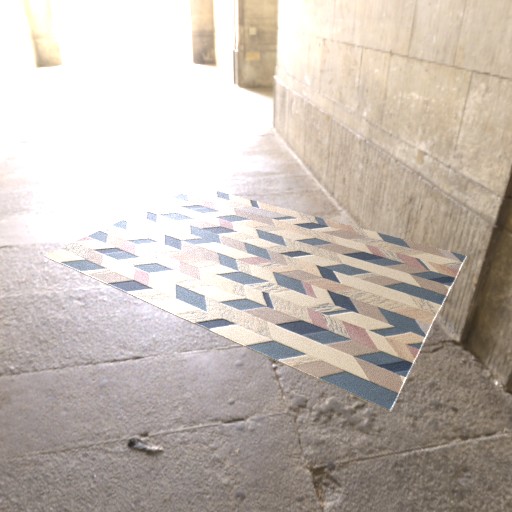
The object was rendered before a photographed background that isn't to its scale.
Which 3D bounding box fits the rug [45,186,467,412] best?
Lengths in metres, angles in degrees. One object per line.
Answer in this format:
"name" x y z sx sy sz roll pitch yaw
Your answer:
"rug" 0.000 0.000 2.269 1.813 0.006 1.202 18 34 29
